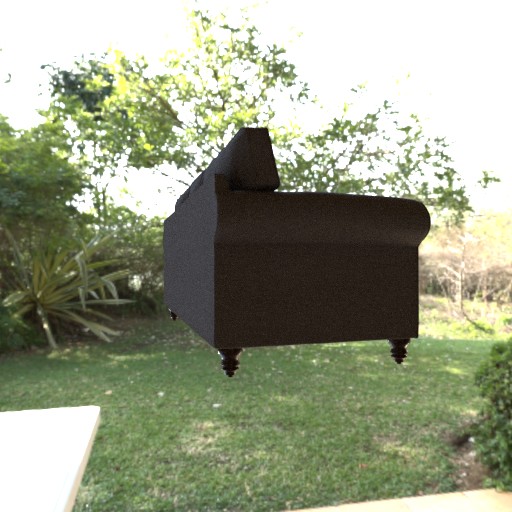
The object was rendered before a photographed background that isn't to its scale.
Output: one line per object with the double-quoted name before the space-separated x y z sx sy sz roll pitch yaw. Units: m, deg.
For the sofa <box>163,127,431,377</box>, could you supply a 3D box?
"sofa" 0.000 0.000 2.668 0.916 0.961 2.084 0 -1 -17
